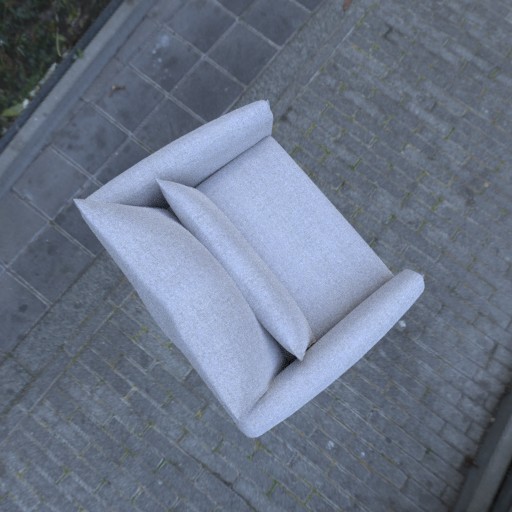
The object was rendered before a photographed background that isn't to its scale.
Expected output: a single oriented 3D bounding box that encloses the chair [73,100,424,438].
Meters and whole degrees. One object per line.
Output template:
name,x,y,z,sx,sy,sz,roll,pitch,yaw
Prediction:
chair,0.000,0.000,1.654,0.801,0.856,1.029,-38,80,-8
